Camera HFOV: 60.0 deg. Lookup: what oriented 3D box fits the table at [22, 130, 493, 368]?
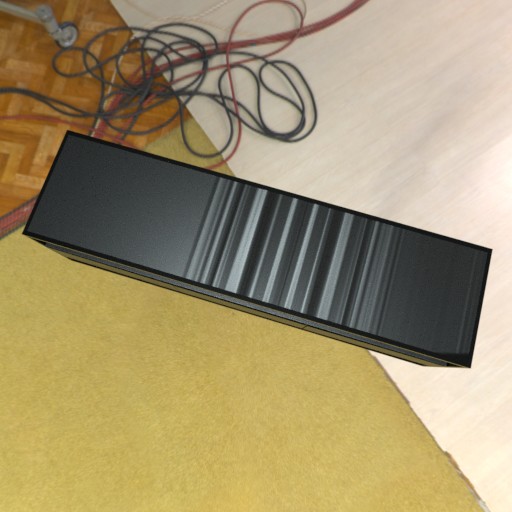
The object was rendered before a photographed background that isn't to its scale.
[{"bbox_3d":[0.000,0.000,1.637,1.486,0.395,0.399,16,77,4],"label":"table"}]
